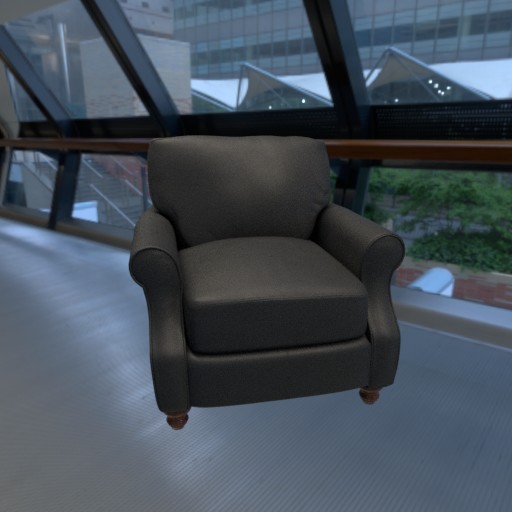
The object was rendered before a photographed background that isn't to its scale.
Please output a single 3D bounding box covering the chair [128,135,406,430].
[{"bbox_3d":[0.000,0.000,1.850,1.015,0.960,1.027,-2,17,-6],"label":"chair"}]
